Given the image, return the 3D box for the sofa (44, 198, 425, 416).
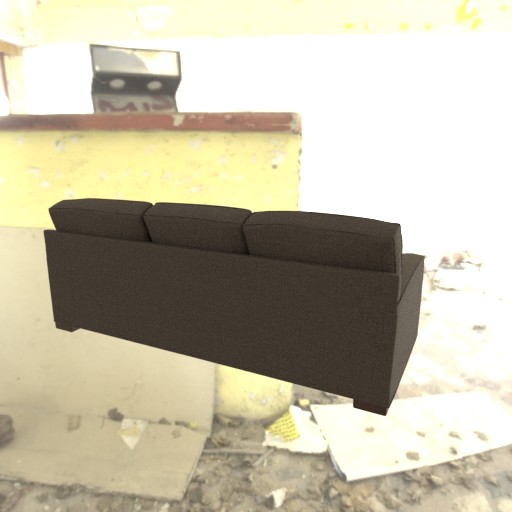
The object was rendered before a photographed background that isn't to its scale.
[{"bbox_3d":[0.000,0.000,3.326,2.370,0.973,1.790,7,16,26],"label":"sofa"}]
